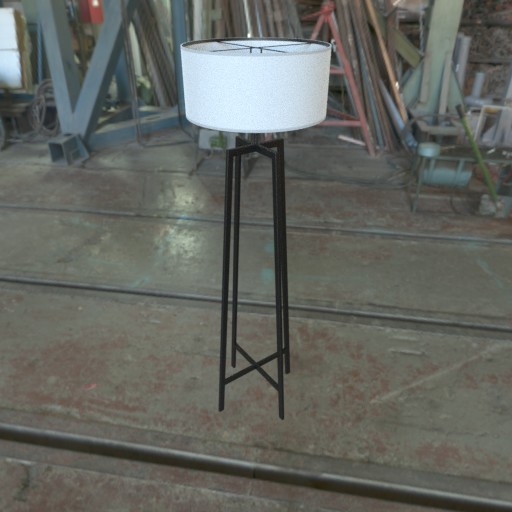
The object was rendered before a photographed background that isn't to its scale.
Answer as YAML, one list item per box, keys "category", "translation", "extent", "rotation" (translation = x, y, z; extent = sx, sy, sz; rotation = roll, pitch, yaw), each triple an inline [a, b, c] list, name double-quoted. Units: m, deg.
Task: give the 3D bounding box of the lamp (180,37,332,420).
- category: "lamp"
  translation: [0.000, 0.000, 1.743]
  extent: [0.456, 1.510, 0.457]
  rotation: [-20, 37, -30]
